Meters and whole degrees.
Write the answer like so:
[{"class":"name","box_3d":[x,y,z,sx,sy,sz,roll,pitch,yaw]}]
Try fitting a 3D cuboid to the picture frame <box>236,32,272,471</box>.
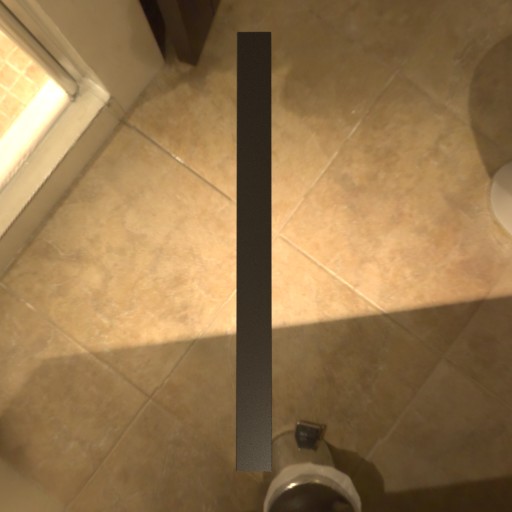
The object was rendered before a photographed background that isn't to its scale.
[{"class":"picture frame","box_3d":[0.000,0.000,0.534,0.029,0.353,0.355,0,88,1]}]
